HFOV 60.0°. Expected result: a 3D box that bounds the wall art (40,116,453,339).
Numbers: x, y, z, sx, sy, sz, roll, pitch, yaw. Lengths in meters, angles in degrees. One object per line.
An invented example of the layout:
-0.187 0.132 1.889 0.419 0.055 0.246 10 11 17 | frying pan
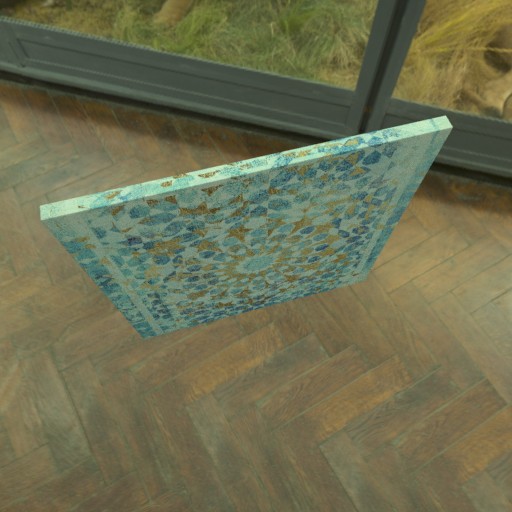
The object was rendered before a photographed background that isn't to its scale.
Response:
0.000 0.000 1.371 0.916 0.916 0.040 -14 65 -7 | wall art
